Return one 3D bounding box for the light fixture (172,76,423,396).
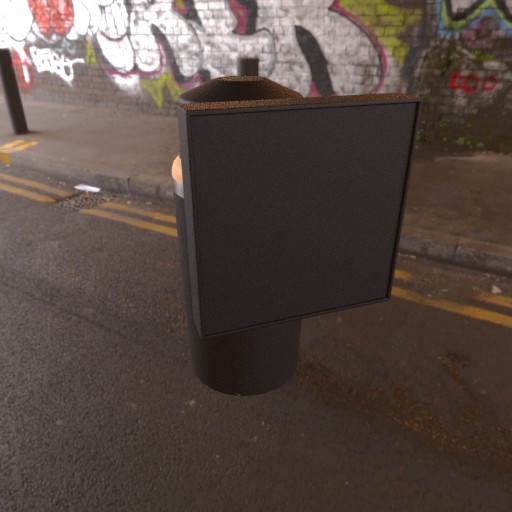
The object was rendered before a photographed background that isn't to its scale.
[{"bbox_3d":[0.000,0.000,0.352,0.130,0.257,0.176,-9,29,-17],"label":"light fixture"}]
